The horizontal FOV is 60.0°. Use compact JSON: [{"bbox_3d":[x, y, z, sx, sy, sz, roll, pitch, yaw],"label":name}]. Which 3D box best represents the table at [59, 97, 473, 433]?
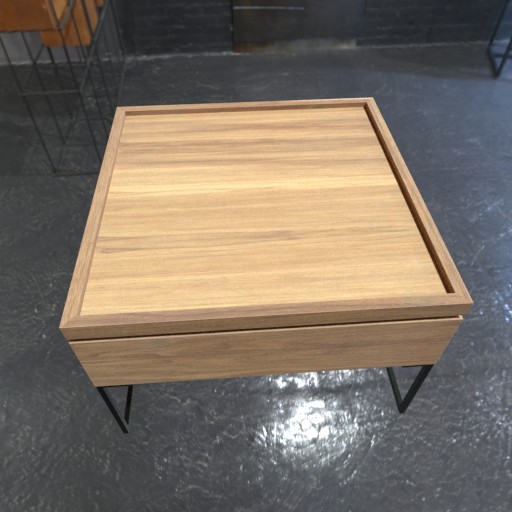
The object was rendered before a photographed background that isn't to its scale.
[{"bbox_3d":[0.000,0.000,1.117,0.679,0.464,0.676,-3,48,-3],"label":"table"}]
